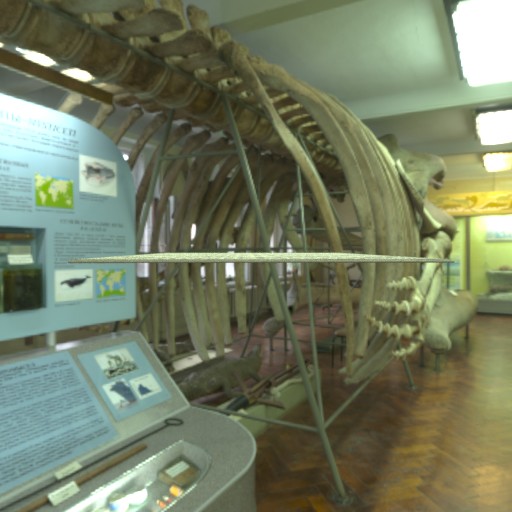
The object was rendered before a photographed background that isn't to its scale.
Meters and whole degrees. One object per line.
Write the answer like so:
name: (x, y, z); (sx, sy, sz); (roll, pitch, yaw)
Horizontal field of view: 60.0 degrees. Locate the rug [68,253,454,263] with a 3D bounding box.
rug: (0.000, 0.000, 2.939); (1.608, 0.014, 2.213); (0, 1, -1)
